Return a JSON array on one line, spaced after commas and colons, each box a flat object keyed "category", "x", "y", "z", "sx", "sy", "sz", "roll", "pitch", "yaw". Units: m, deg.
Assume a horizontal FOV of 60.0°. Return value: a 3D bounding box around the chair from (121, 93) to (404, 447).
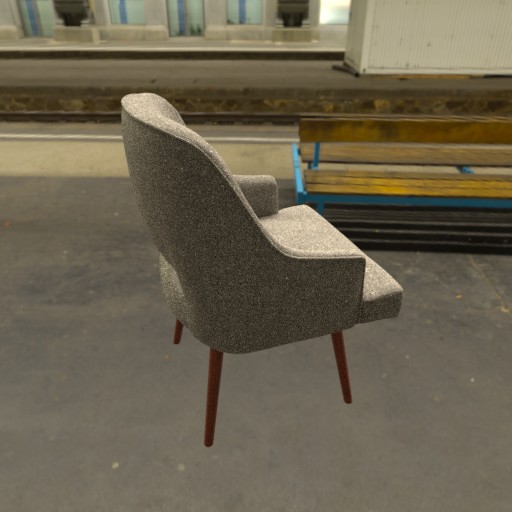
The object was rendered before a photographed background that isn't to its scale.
[{"category": "chair", "x": 0.000, "y": 0.000, "z": 1.263, "sx": 0.629, "sy": 0.875, "sz": 0.608, "roll": -10, "pitch": 32, "yaw": -17}]
